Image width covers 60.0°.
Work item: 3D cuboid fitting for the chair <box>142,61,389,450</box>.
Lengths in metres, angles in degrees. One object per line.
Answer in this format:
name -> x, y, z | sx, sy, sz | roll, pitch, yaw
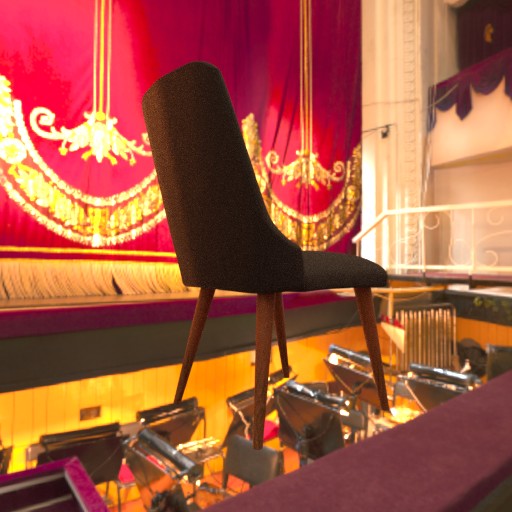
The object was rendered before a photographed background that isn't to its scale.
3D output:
chair -> 0.000, 0.000, 1.187 | 0.567, 0.820, 0.504 | 0, 0, -38
